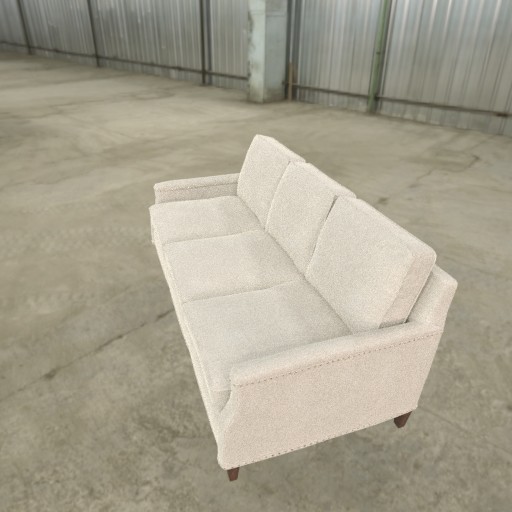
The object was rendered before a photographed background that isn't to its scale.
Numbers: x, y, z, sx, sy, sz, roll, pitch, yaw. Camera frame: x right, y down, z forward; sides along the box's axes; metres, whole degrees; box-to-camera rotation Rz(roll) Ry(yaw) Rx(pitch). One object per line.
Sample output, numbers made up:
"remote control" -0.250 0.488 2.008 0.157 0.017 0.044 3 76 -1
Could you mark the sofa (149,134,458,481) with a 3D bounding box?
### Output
"sofa" 0.000 0.000 2.767 1.084 1.003 2.246 -10 31 -16
